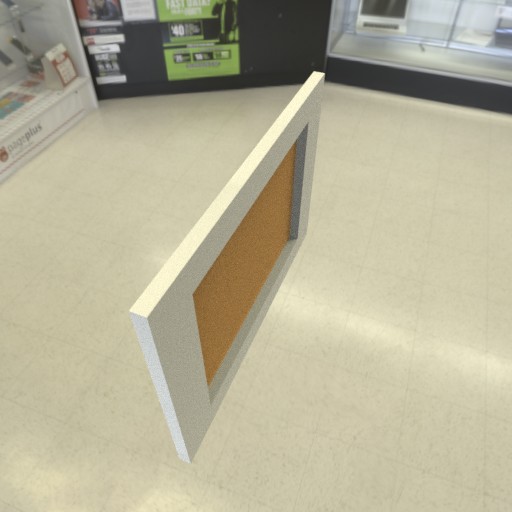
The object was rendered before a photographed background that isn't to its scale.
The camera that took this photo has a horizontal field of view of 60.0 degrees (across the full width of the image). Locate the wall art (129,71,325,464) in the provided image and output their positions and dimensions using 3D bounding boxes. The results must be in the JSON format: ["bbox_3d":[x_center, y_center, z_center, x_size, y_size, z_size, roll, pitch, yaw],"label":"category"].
[{"bbox_3d":[0.000,0.000,1.175,0.033,0.617,0.906,17,49,16],"label":"wall art"}]
